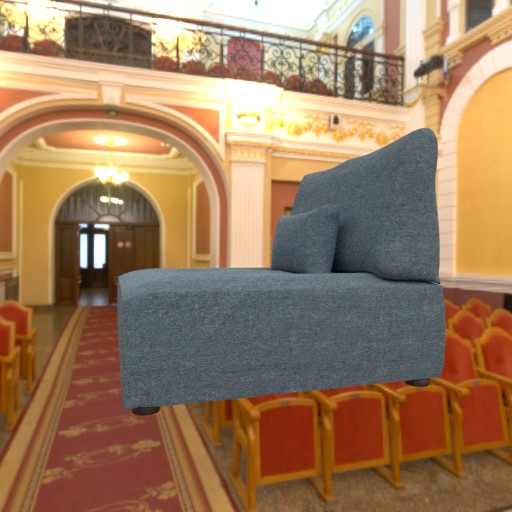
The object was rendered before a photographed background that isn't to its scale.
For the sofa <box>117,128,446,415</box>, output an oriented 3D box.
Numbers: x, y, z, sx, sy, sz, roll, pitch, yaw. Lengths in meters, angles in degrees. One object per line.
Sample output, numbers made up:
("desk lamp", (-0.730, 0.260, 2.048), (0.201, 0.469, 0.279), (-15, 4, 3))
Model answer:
("sofa", (0.000, 0.000, 1.688), (1.000, 0.820, 0.930), (0, 0, -18))
